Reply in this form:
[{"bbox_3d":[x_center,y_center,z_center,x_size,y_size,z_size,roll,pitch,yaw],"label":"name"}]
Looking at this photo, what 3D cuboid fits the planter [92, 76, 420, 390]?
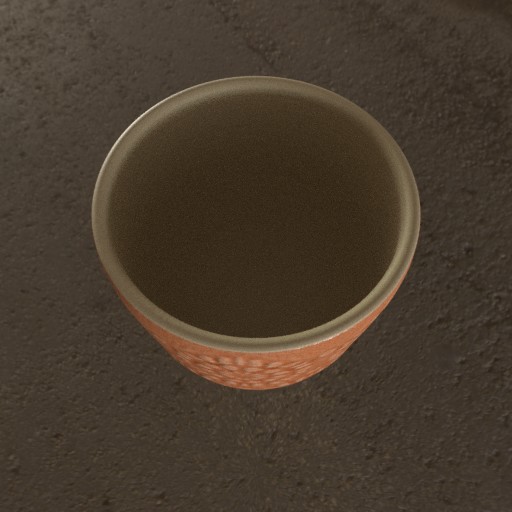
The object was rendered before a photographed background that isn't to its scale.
[{"bbox_3d":[0.000,0.000,0.214,0.124,0.109,0.124,0,64,0],"label":"planter"}]
